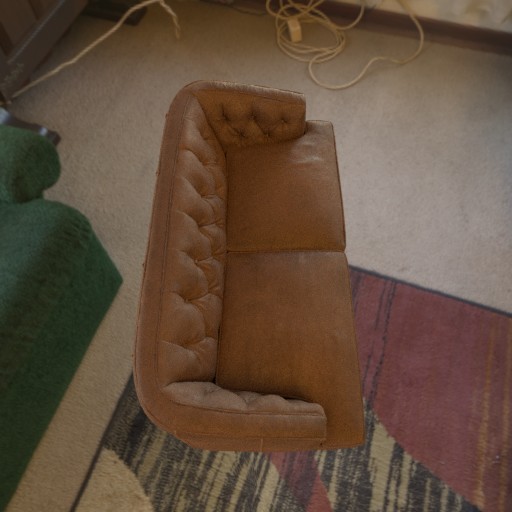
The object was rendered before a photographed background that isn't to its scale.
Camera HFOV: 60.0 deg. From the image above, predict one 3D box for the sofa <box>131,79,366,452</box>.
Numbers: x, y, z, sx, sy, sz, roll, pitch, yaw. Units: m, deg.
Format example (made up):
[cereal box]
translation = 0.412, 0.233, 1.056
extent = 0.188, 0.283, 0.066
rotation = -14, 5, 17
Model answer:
[sofa]
translation = 0.000, 0.000, 2.208
extent = 0.917, 0.799, 1.767
rotation = 0, 62, 0
